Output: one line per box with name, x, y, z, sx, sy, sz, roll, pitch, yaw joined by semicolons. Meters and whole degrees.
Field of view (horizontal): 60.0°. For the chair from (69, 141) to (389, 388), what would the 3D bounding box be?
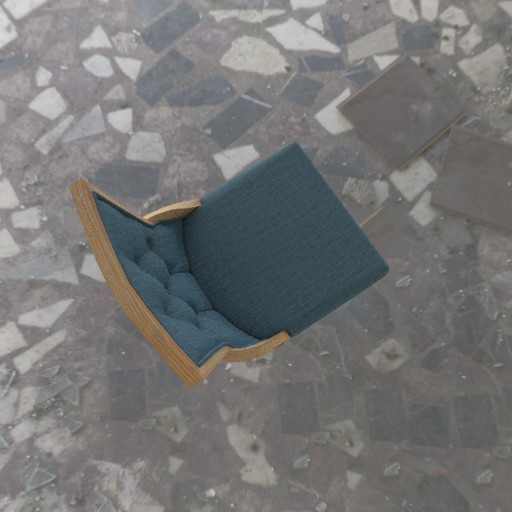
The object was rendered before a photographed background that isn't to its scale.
chair;0.000;0.000;1.314;0.641;0.947;0.524;-33;79;-7
